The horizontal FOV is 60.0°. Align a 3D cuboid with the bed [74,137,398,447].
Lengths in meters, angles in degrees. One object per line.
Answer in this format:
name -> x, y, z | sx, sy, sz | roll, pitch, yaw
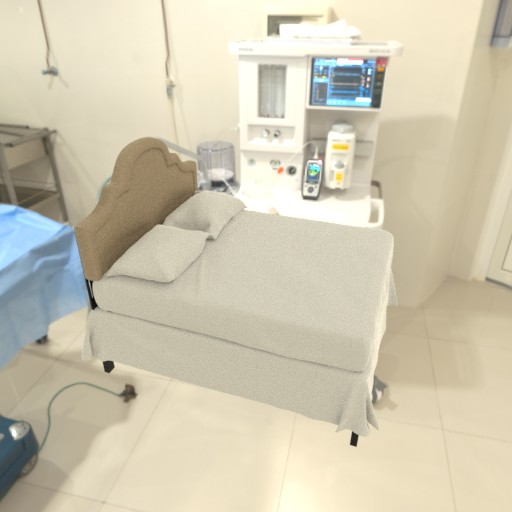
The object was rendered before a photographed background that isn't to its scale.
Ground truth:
bed -> 0.000, 0.000, 3.447 | 2.222, 1.634, 1.780 | 10, 31, 18
